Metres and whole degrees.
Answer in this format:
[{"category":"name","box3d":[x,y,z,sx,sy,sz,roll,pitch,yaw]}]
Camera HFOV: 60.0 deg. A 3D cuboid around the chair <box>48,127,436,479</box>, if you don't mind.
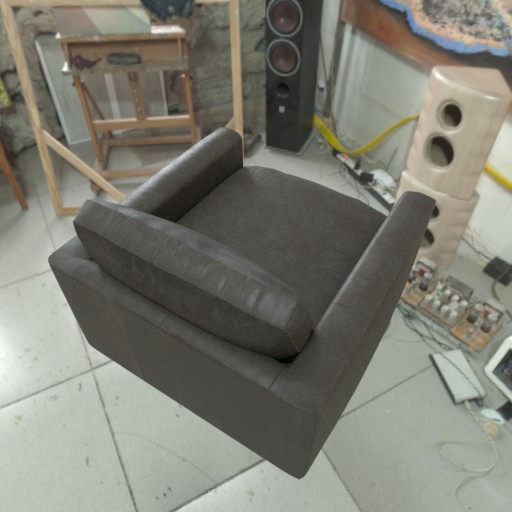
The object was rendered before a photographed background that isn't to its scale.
[{"category":"chair","box3d":[0.000,0.000,1.765,1.106,0.807,1.080,24,51,22]}]
